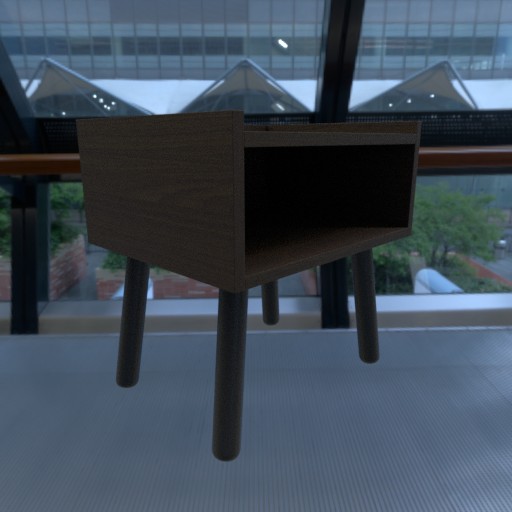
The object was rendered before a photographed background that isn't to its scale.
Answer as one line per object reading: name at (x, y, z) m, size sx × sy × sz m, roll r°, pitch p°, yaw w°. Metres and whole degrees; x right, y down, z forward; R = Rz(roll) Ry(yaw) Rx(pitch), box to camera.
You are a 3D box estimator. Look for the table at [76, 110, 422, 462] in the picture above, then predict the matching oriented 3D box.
table at (0.000, 0.000, 0.804) m, size 0.370 × 0.470 × 0.450 m, roll 14°, pitch 20°, yaw 42°
